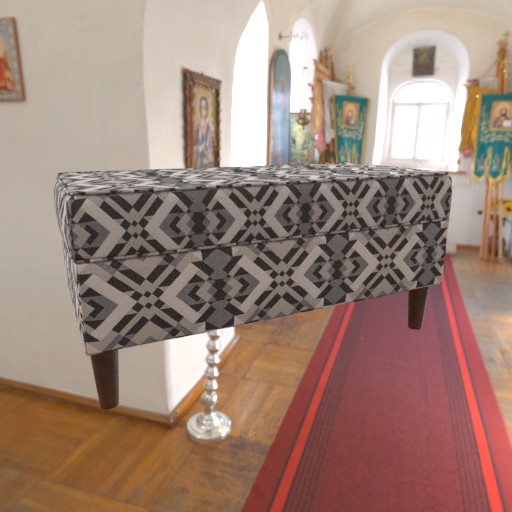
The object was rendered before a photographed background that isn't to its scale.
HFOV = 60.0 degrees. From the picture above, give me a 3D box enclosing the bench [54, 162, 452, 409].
[{"bbox_3d":[0.000,0.000,1.278,1.016,0.477,0.492,-8,17,-25],"label":"bench"}]
